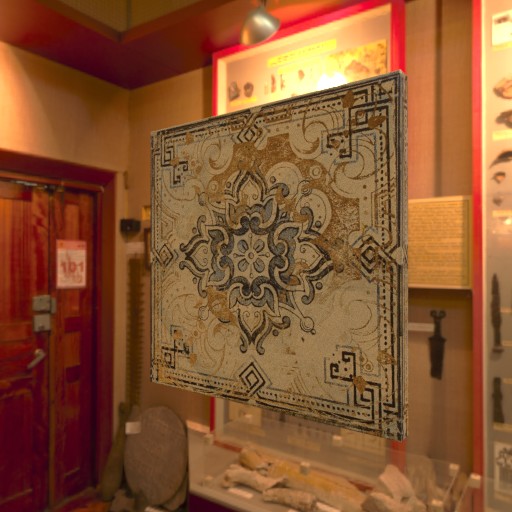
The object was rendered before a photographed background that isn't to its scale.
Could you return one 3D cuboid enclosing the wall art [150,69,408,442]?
[{"bbox_3d":[0.000,0.000,0.912,0.609,0.607,0.036,0,0,36],"label":"wall art"}]
